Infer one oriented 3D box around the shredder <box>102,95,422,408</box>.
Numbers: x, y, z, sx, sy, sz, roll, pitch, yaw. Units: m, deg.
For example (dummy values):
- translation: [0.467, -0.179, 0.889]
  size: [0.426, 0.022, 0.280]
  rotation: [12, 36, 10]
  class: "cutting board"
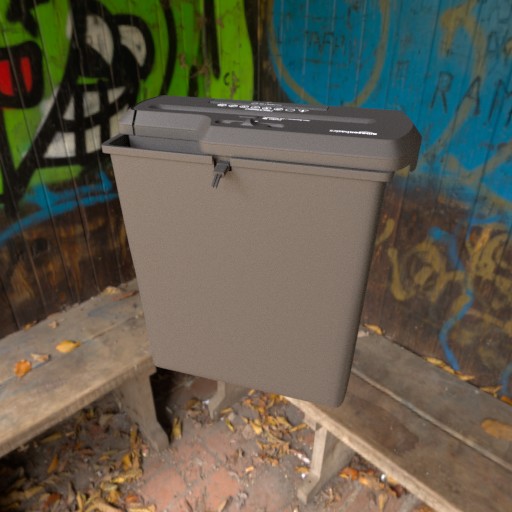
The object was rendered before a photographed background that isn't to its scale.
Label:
- translation: [0.000, 0.000, 0.525]
  size: [0.320, 0.335, 0.170]
  rotation: [9, 32, 14]
  class: "shredder"
